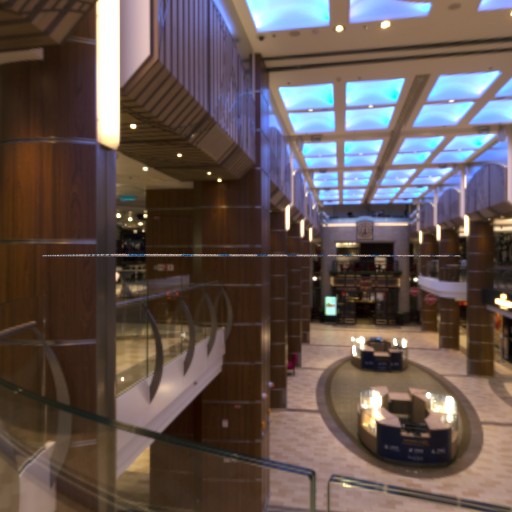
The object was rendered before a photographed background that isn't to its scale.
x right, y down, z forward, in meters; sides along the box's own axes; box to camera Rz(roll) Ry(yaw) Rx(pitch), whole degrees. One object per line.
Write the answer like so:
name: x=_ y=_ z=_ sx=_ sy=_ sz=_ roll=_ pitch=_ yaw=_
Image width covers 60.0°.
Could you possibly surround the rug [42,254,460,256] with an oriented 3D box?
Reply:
rug: x=0.000 y=0.000 z=3.050 sx=2.439 sy=0.008 sz=1.531 roll=0 pitch=0 yaw=-35
